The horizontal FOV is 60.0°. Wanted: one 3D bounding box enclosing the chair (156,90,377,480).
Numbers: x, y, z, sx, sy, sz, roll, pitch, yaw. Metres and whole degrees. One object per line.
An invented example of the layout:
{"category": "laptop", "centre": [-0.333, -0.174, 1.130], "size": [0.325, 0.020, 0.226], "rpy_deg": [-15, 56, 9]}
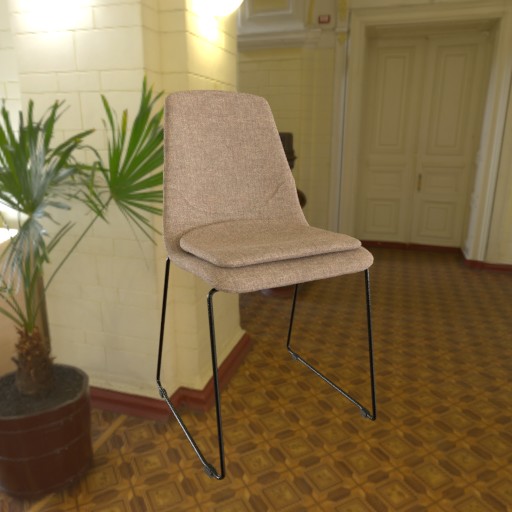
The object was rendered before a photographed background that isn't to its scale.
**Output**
{"category": "chair", "centre": [0.000, 0.000, 1.166], "size": [0.479, 0.858, 0.518], "rpy_deg": [-8, 18, -27]}
